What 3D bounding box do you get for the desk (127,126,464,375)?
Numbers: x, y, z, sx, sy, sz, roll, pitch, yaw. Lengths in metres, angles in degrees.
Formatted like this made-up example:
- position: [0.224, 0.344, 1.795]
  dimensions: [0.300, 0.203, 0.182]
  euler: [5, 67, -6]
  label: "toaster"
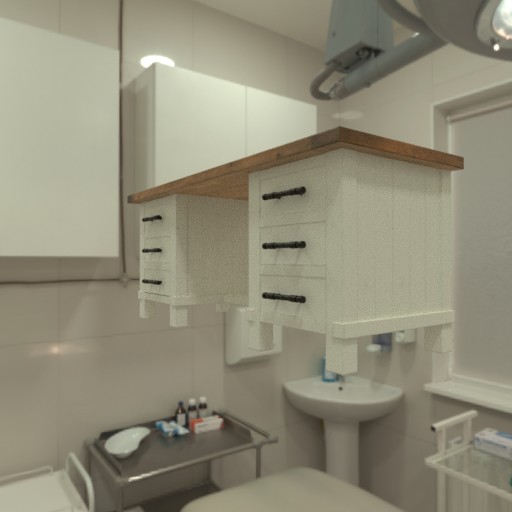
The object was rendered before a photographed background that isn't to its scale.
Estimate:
- position: [0.000, 0.000, 2.249]
  dimensions: [0.688, 0.760, 1.803]
  euler: [0, 0, -36]
  label: "desk"
